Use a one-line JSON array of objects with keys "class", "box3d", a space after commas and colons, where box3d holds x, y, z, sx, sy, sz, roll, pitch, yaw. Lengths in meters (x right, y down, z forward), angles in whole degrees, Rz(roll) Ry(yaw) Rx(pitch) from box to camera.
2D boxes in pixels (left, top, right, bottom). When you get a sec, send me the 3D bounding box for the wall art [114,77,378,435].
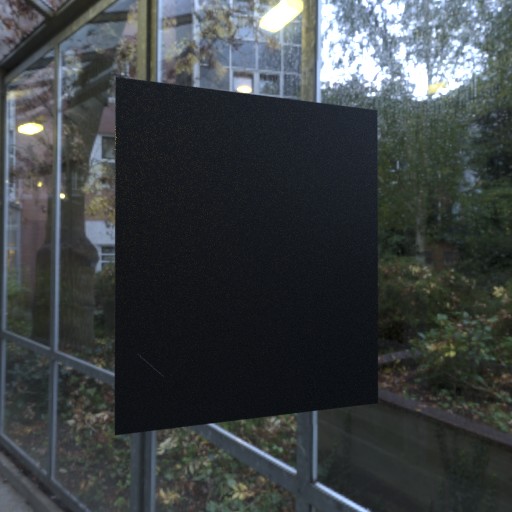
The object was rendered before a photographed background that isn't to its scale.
[{"class": "wall art", "box3d": [0.000, 0.000, 0.536, 0.325, 0.380, 0.028, 0, 0, -19]}]
